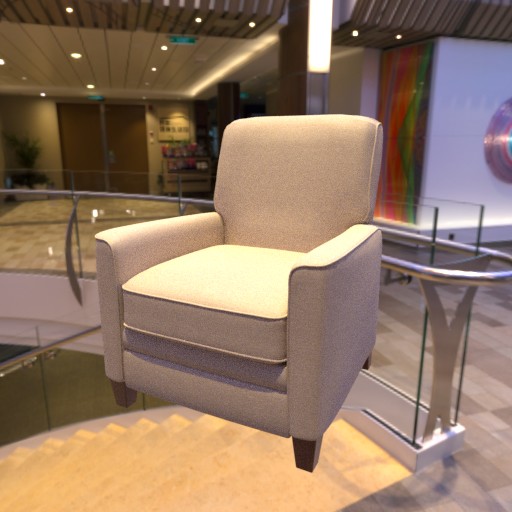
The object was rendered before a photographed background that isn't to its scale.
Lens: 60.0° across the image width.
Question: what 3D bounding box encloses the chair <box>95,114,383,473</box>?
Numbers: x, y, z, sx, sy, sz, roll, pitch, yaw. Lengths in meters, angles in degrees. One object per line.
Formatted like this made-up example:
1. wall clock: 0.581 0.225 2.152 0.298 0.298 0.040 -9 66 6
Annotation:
1. chair: 0.000 0.000 1.631 0.841 1.023 0.858 7 16 26
